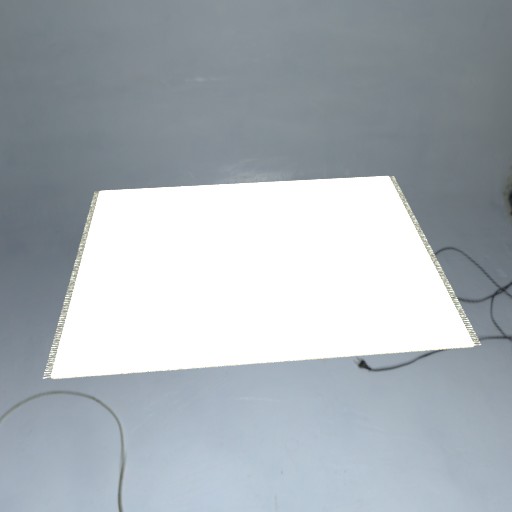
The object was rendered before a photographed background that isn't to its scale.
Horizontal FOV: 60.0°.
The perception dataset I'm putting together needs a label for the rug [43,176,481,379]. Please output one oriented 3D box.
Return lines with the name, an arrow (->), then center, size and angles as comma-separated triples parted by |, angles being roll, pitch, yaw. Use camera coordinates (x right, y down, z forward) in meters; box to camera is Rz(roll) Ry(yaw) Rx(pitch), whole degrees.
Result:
rug -> 0.000, 0.000, 2.772 | 2.233, 0.011, 1.514 | -4, 46, -3
